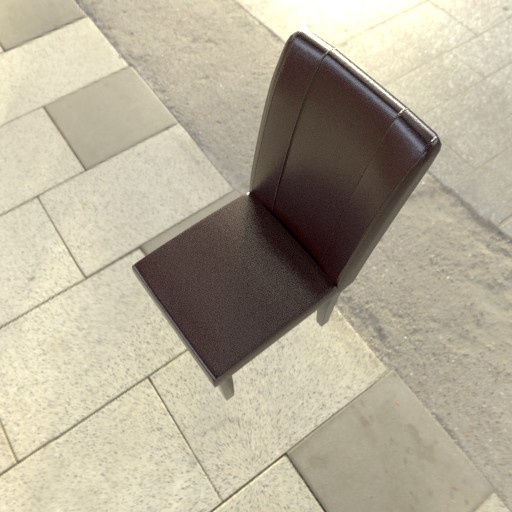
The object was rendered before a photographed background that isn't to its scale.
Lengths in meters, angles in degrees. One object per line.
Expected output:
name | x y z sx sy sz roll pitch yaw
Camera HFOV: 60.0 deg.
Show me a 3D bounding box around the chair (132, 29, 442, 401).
chair | 0.000 0.000 1.170 0.556 0.897 0.399 -35 68 -16
